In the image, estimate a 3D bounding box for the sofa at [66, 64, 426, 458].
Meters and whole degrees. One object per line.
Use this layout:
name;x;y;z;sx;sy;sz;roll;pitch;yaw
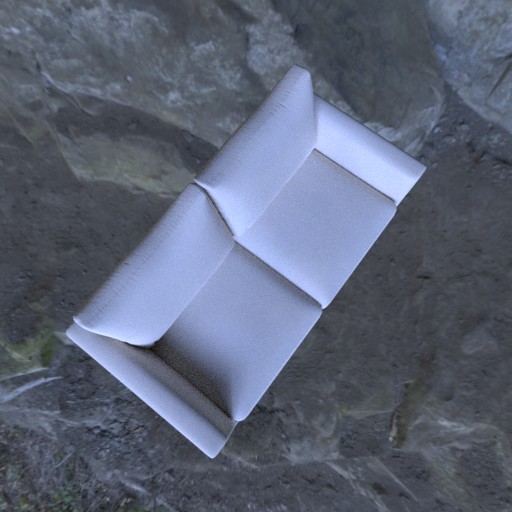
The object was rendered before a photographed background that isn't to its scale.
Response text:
sofa;0.000;0.000;2.325;0.906;0.995;1.739;37;78;9
